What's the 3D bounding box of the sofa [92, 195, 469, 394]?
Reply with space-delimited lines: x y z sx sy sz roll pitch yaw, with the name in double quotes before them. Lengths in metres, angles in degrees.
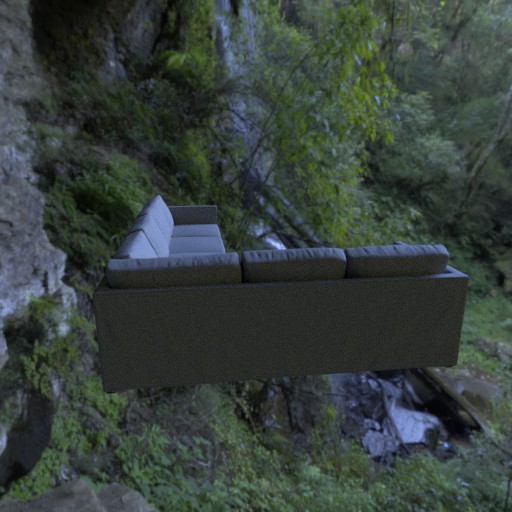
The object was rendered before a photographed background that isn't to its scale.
"sofa" 0.000 0.000 4.342 2.432 0.871 3.182 -2 16 -8
